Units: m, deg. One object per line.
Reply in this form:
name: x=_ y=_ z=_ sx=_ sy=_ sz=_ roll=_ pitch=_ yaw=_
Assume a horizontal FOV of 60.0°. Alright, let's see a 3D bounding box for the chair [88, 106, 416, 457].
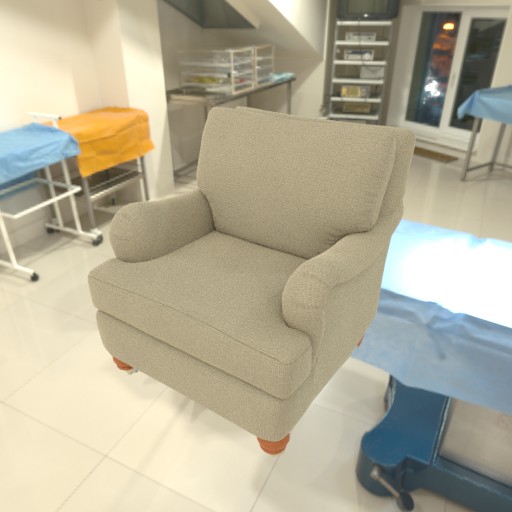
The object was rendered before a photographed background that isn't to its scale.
chair: x=0.000 y=0.000 z=1.851 sx=0.955 sy=1.038 sz=1.070 roll=18 pitch=34 yaw=29
